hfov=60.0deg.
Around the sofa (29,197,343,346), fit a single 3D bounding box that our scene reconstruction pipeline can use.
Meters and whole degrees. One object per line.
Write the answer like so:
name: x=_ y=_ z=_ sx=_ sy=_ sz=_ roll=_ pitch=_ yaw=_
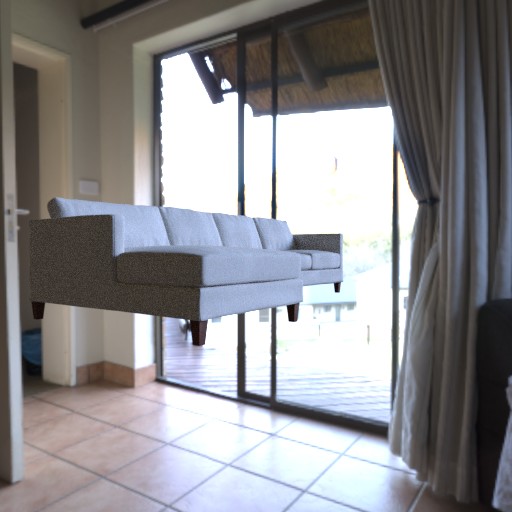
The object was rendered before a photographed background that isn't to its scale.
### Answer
sofa: x=0.000 y=0.000 z=3.889 sx=1.625 sy=0.861 sz=3.186 roll=0 pitch=0 yaw=35
